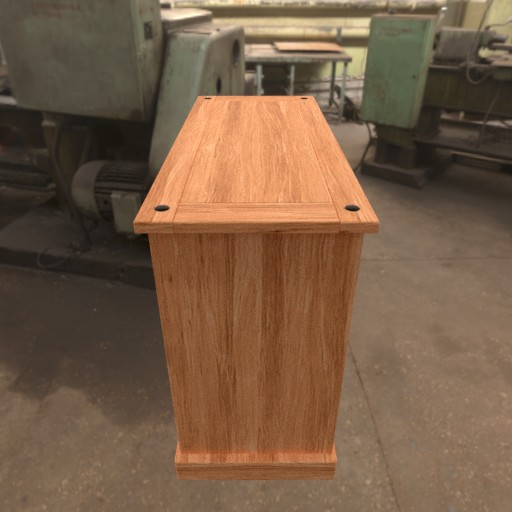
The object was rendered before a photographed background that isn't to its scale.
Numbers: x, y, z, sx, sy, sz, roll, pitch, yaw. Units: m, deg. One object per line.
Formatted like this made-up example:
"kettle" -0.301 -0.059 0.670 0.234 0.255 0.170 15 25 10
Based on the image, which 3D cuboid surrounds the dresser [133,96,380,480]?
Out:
"dresser" 0.000 0.000 1.348 0.410 0.740 0.990 0 31 0
